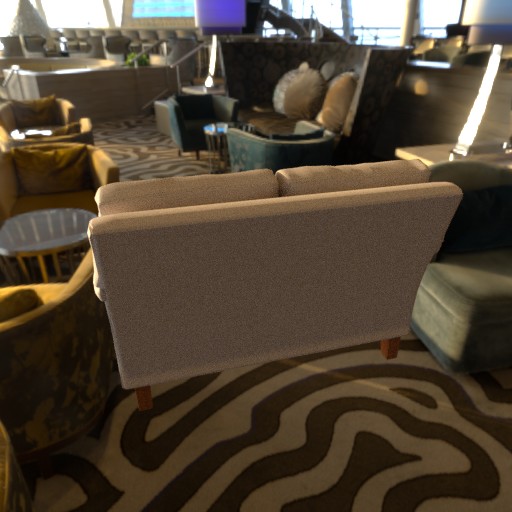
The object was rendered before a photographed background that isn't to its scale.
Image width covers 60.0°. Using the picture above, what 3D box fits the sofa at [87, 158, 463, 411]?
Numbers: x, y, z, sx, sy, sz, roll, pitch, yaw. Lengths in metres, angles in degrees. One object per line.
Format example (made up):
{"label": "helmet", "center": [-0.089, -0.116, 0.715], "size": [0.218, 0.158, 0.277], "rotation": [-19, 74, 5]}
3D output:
{"label": "sofa", "center": [0.000, 0.000, 2.256], "size": [1.508, 1.048, 1.087], "rotation": [-7, 28, -14]}
